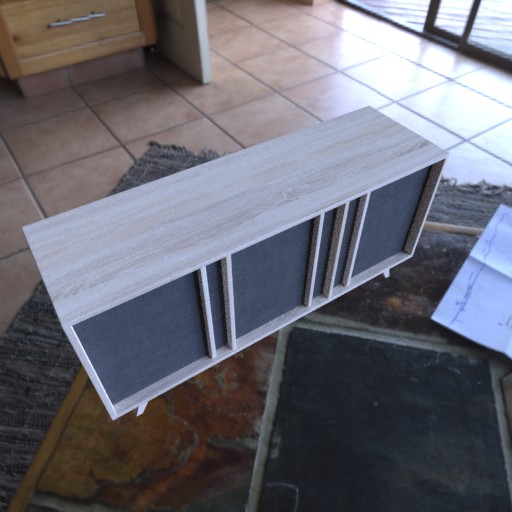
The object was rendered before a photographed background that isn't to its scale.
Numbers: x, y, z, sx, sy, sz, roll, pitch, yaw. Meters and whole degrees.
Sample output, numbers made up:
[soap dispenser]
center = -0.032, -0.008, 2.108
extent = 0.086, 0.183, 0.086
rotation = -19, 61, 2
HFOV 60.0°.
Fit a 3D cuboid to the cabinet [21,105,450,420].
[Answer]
[cabinet]
center = 0.000, 0.000, 2.009
extent = 1.650, 0.780, 0.500
rotation = -25, 51, -22
